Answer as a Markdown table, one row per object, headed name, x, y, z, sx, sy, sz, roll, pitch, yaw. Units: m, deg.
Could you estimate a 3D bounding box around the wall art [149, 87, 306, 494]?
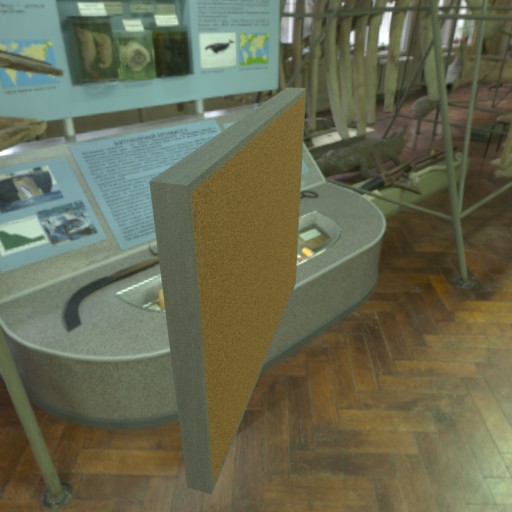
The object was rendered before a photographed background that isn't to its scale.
| name | x | y | z | sx | sy | sz | roll | pitch | yaw |
| --- | --- | --- | --- | --- | --- | --- | --- | --- | --- |
| wall art | 0.000 | 0.000 | 0.740 | 0.037 | 0.450 | 0.557 | 8 | 30 | 14 |
